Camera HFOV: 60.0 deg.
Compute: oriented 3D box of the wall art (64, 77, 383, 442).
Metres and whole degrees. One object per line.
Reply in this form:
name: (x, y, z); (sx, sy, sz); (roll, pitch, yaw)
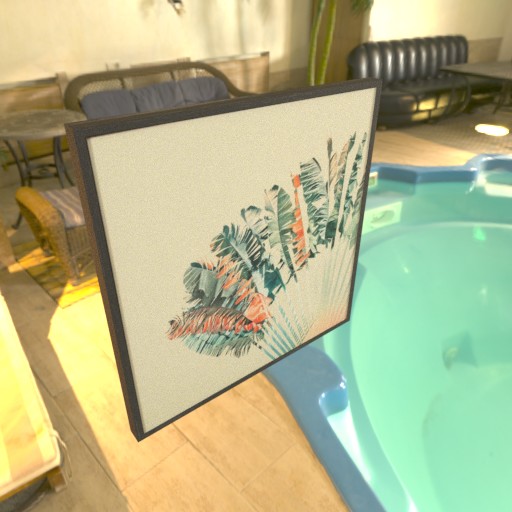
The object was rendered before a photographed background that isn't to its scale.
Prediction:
wall art: (0.000, 0.000, 1.103); (0.762, 0.758, 0.043); (-22, 37, -32)
